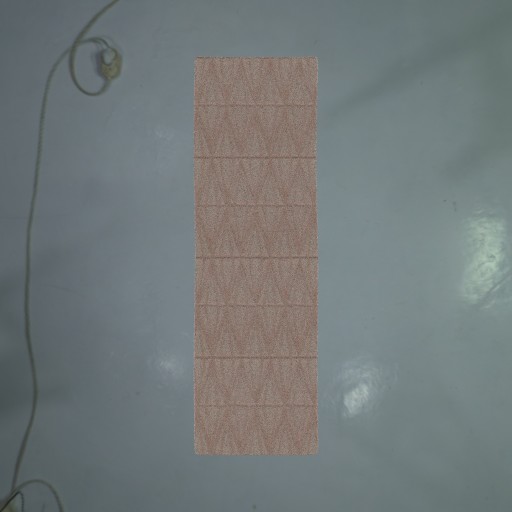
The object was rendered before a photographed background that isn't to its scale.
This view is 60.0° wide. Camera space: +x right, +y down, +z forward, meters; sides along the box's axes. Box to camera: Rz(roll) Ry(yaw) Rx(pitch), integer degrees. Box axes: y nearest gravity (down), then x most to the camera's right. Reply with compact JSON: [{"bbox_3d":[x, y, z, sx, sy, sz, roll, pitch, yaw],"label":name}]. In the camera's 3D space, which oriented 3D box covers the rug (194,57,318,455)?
[{"bbox_3d":[0.000,0.000,2.710,0.760,0.015,2.435,0,90,0],"label":"rug"}]
